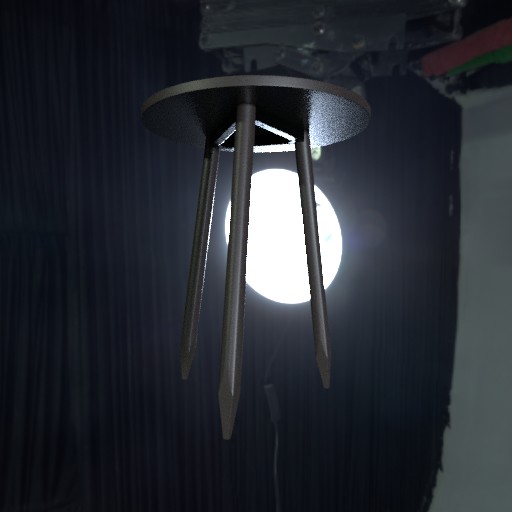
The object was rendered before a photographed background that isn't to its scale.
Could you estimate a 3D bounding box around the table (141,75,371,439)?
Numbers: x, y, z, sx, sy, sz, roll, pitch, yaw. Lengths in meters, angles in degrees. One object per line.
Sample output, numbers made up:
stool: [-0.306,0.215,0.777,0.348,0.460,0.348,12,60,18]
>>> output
table: [0.000,0.000,0.916,0.457,0.585,0.457,0,1,0]
